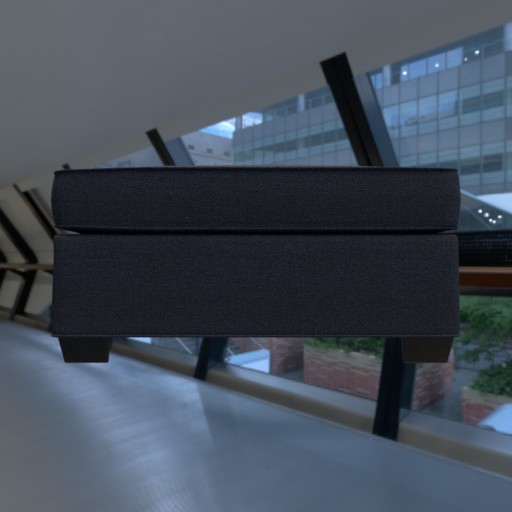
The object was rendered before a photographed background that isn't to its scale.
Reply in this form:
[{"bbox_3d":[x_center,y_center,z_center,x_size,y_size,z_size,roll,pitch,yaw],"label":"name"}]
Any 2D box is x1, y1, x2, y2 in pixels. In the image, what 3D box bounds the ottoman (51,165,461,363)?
[{"bbox_3d":[0.000,0.000,1.170,0.895,0.453,0.505,0,1,0],"label":"ottoman"}]
